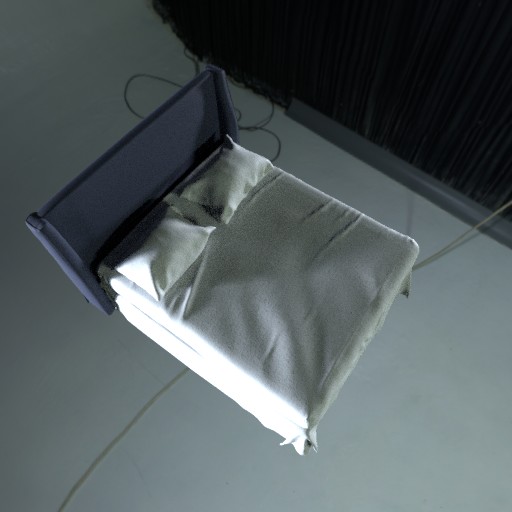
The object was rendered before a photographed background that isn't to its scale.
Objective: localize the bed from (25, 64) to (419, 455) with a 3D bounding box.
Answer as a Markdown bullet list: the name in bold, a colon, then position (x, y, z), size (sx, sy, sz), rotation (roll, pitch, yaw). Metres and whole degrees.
- **bed**: position (0.000, 0.000, 3.409), size (2.276, 1.332, 1.925), rotation (32, 65, 17)
